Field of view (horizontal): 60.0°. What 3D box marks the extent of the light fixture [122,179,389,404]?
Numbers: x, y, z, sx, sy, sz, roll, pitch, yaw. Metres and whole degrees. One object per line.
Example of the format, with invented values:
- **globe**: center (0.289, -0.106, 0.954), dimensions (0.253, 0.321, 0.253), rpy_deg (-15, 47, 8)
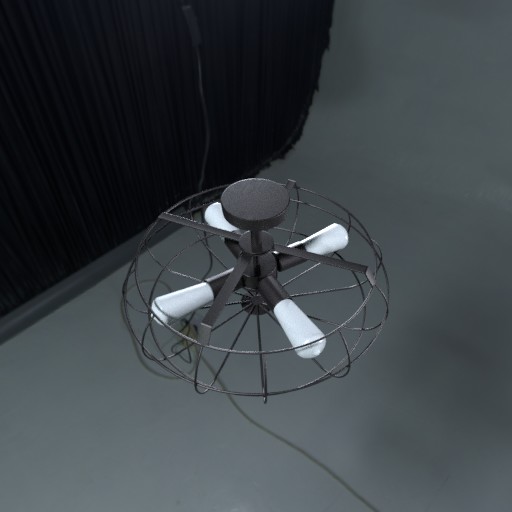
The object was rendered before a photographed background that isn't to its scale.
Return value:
- **light fixture**: center (0.000, 0.000, 0.950), dimensions (0.582, 0.311, 0.582), rpy_deg (0, 46, 0)
